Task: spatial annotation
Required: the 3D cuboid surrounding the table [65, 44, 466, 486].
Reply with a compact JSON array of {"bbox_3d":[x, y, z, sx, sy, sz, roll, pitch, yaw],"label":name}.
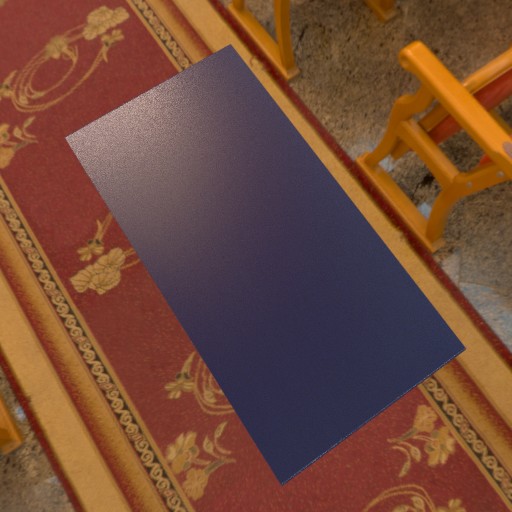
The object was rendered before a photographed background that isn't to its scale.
[{"bbox_3d":[0.000,0.000,1.379,0.572,0.457,1.067,-33,78,-8],"label":"table"}]
